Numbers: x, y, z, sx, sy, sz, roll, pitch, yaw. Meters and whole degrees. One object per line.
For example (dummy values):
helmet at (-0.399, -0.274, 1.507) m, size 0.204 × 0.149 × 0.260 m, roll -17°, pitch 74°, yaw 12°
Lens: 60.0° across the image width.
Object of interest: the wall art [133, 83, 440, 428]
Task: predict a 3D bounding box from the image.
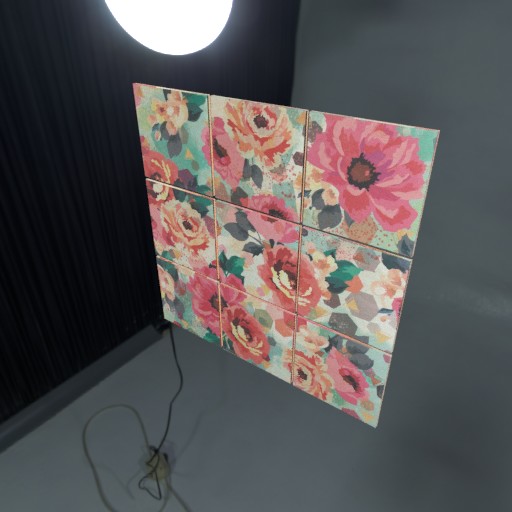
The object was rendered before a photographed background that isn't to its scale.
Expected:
wall art at (0.000, 0.000, 1.359) m, size 0.911 × 0.910 × 0.012 m, roll 20°, pitch 37°, yaw 30°
